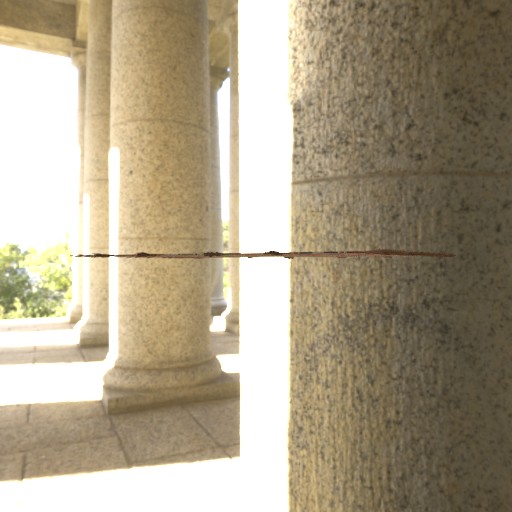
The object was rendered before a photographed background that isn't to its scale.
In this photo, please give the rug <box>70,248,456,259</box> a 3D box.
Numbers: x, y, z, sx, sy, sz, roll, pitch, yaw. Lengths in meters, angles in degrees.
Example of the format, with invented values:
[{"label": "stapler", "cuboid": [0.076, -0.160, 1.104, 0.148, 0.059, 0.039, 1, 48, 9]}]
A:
[{"label": "rug", "cuboid": [0.000, 0.000, 3.238, 2.450, 0.048, 1.778, -1, -1, 36]}]
